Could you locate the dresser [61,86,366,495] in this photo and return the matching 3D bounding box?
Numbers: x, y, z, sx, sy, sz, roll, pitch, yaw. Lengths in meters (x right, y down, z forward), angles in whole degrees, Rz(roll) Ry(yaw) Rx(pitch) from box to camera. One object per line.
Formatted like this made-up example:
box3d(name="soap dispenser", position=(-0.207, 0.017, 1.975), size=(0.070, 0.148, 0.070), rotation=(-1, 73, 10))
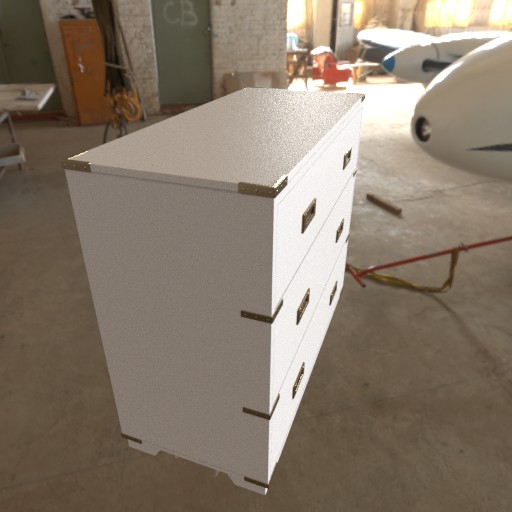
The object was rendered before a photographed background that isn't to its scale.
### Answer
box3d(name="dresser", position=(0.000, 0.000, 1.461), size=(0.460, 0.891, 1.022), rotation=(10, 31, 18))
